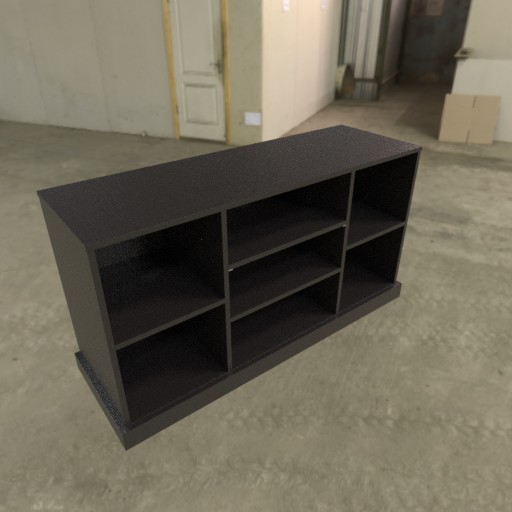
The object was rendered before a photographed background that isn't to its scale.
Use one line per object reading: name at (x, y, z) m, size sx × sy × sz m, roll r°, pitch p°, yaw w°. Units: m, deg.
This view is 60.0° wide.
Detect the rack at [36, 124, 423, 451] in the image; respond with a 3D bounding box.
rack at (0.000, 0.000, 1.516) m, size 1.206 × 0.635 × 0.399 m, roll -21°, pitch 36°, yaw -32°
